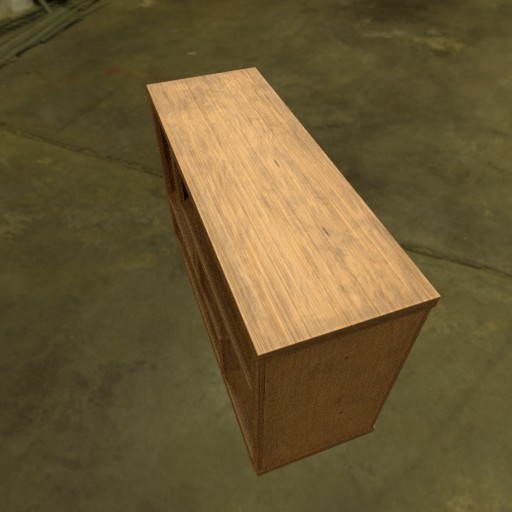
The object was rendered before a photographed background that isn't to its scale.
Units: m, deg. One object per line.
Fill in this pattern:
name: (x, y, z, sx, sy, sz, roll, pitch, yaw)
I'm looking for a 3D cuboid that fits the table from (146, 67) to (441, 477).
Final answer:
table: (0.000, 0.000, 1.534, 0.410, 0.771, 1.151, -15, 49, -13)
